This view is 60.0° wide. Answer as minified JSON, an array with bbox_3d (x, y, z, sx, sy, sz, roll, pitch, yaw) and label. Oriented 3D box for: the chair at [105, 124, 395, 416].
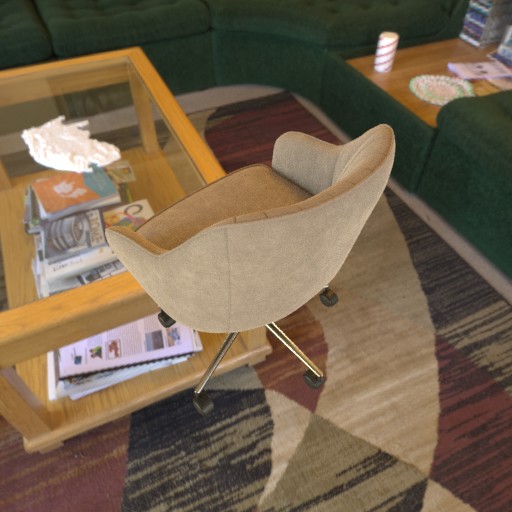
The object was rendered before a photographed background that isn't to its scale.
[{"bbox_3d":[0.000,0.000,1.241,0.635,0.831,0.573,-34,56,-27],"label":"chair"}]
